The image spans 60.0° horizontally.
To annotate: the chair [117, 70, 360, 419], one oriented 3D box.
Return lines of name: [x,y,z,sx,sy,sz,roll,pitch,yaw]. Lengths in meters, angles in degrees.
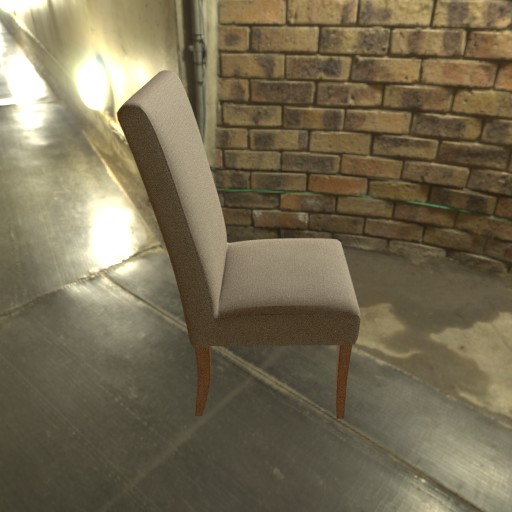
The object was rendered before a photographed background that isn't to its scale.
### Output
chair: [0.000,0.000,1.404,0.611,1.033,0.450,1,32,1]
